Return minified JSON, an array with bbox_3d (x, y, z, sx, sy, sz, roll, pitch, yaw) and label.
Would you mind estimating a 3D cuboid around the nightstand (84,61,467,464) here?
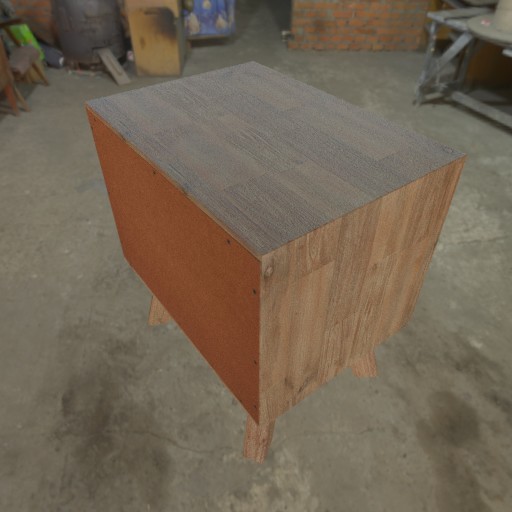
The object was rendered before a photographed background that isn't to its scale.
[{"bbox_3d":[0.000,0.000,0.948,0.396,0.589,0.552,-26,47,-27],"label":"nightstand"}]
